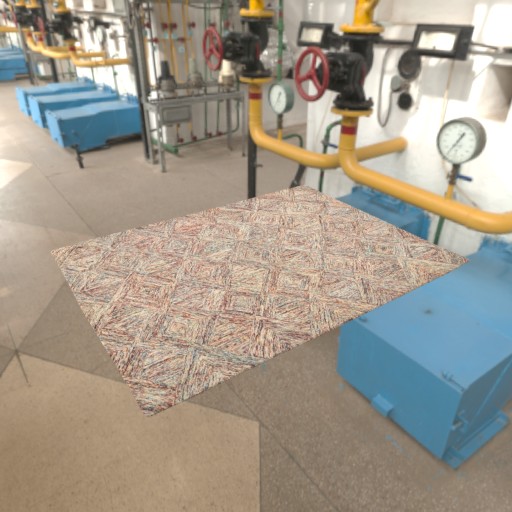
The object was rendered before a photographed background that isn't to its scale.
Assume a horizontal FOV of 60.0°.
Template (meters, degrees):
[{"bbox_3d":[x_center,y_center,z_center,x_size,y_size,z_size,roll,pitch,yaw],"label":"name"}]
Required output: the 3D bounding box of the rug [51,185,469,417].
[{"bbox_3d":[0.000,0.000,4.225,3.226,0.024,2.436,-19,35,-29],"label":"rug"}]
